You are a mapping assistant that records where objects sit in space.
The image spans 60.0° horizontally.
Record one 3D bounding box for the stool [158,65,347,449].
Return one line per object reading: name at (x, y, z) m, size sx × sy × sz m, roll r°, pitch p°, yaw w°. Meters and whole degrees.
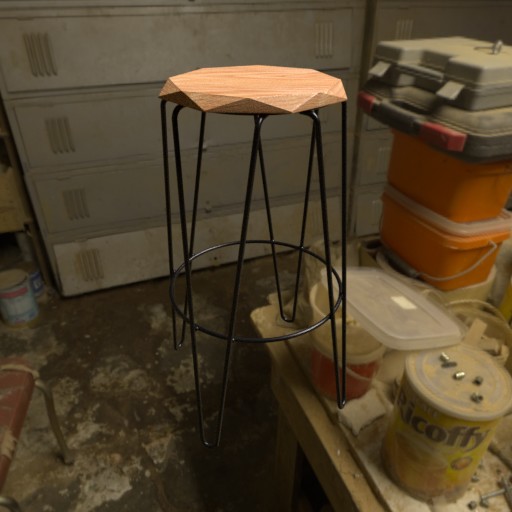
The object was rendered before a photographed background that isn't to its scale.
stool at (0.000, 0.000, 0.809) m, size 0.326 × 0.610 × 0.326 m, roll -10°, pitch 33°, yaw -16°
